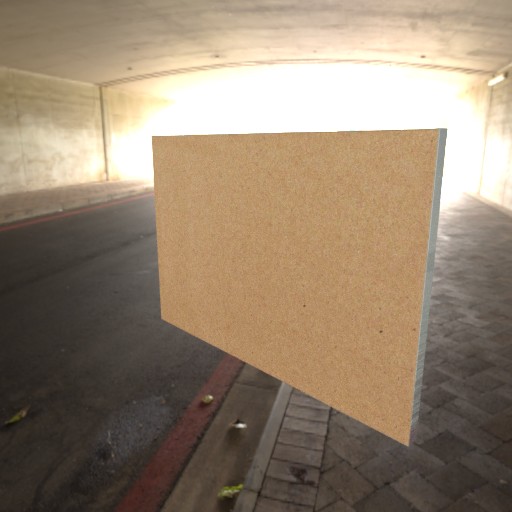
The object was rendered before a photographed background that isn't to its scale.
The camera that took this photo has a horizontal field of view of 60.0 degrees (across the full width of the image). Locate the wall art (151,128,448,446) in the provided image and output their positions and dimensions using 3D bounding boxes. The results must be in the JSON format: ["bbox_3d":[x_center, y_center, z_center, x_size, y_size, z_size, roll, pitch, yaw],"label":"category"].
[{"bbox_3d":[0.000,0.000,0.765,0.021,0.410,0.615,-13,19,-42],"label":"wall art"}]
